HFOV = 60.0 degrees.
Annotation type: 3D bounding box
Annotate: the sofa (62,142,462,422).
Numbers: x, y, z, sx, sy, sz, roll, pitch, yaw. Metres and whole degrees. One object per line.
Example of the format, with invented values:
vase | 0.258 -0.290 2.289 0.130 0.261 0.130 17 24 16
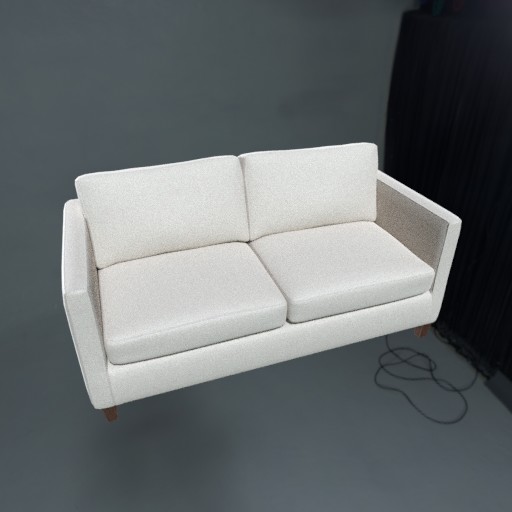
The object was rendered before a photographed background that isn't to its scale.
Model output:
sofa | 0.000 0.000 2.210 1.722 0.888 0.873 -10 32 -17
